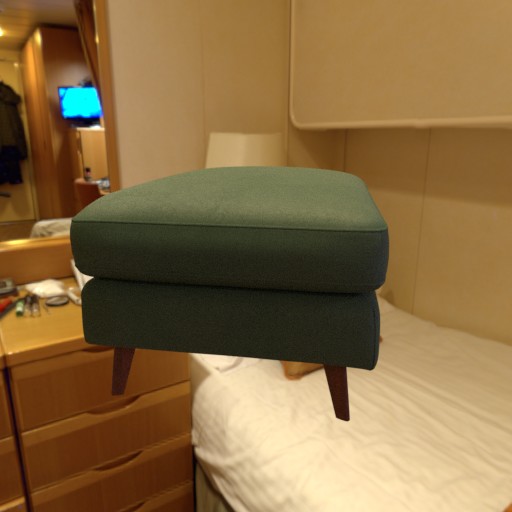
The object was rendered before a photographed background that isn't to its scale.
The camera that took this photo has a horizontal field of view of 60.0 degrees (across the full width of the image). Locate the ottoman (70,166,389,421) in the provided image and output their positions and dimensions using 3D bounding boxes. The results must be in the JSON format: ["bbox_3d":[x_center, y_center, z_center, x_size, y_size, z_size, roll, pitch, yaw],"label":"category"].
[{"bbox_3d":[0.000,0.000,1.183,0.608,0.449,0.811,3,15,10],"label":"ottoman"}]
